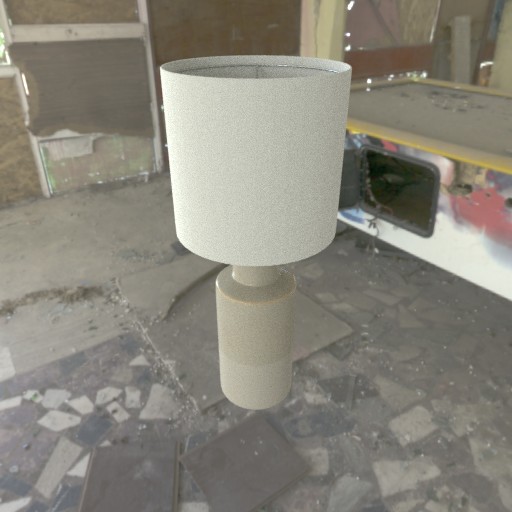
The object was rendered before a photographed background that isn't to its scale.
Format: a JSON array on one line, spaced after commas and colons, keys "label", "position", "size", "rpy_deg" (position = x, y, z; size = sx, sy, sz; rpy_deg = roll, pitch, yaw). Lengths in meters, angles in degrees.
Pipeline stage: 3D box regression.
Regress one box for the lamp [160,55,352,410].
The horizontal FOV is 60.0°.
[{"label": "lamp", "position": [0.000, 0.000, 0.619], "size": [0.212, 0.493, 0.212], "rpy_deg": [0, 30, 1]}]
